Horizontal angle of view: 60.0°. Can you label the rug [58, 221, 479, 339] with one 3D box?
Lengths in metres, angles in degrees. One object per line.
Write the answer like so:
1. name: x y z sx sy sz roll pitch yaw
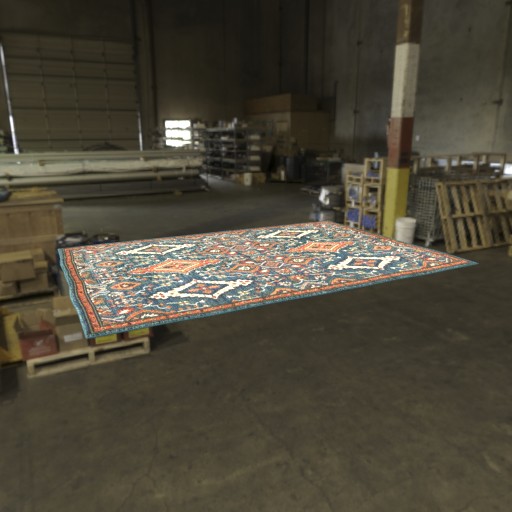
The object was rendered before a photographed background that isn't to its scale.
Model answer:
1. rug: 0.000 0.000 2.977 2.373 0.009 1.622 -8 17 -26
